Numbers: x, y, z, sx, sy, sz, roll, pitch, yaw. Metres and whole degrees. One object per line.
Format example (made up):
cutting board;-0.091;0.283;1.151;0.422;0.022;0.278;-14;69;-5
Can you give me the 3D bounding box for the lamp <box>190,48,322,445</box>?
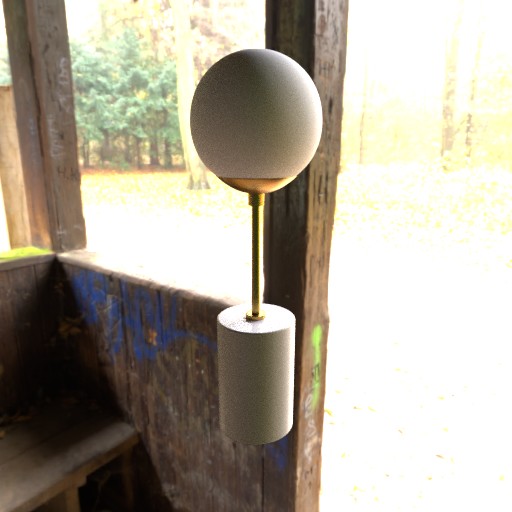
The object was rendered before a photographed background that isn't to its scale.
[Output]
lamp;0.000;0.000;0.560;0.153;0.480;0.153;0;15;0
